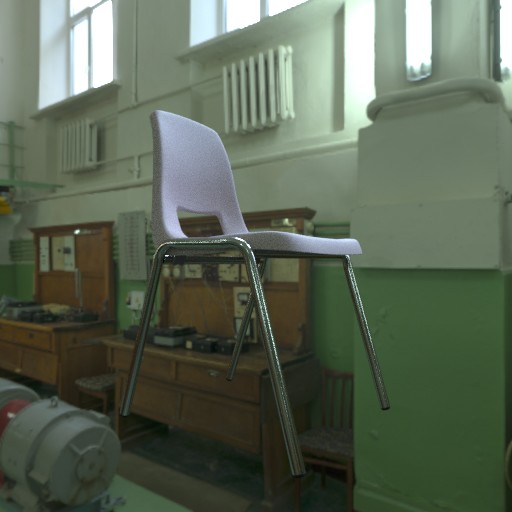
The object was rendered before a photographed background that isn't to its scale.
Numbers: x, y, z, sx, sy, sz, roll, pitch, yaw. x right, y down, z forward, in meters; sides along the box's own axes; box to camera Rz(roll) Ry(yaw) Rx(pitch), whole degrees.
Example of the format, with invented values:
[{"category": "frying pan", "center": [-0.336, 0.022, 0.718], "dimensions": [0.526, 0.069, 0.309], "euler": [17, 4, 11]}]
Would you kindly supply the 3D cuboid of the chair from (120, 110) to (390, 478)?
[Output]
[{"category": "chair", "center": [0.000, 0.000, 0.919], "dimensions": [0.436, 0.653, 0.381], "euler": [0, -1, 36]}]
